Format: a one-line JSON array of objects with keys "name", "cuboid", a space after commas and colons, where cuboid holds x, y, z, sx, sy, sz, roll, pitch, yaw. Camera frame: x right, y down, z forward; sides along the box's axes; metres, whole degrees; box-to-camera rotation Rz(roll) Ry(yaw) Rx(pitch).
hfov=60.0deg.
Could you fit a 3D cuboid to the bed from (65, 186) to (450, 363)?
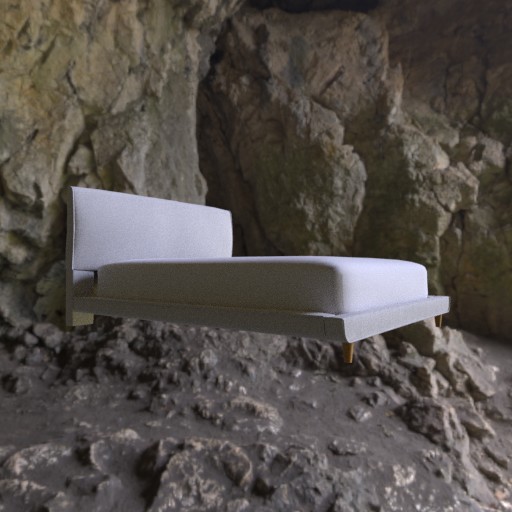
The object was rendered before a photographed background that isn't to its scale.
[{"name": "bed", "cuboid": [0.000, 0.000, 3.405, 2.368, 1.067, 1.840, -1, -2, 37]}]
